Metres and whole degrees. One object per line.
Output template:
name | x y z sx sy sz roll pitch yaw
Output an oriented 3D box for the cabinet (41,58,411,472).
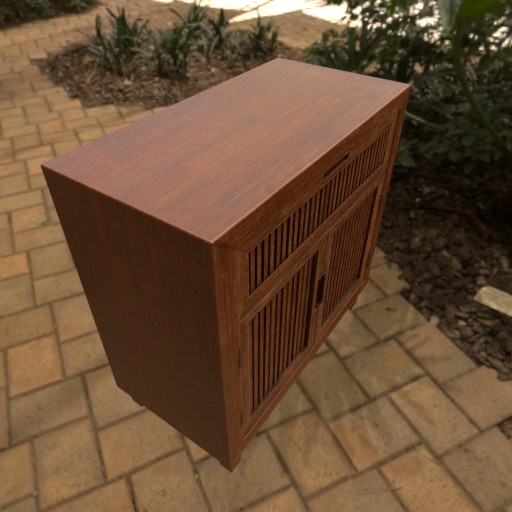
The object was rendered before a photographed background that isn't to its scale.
cabinet | 0.000 0.000 1.216 0.412 0.785 0.796 24 46 26
